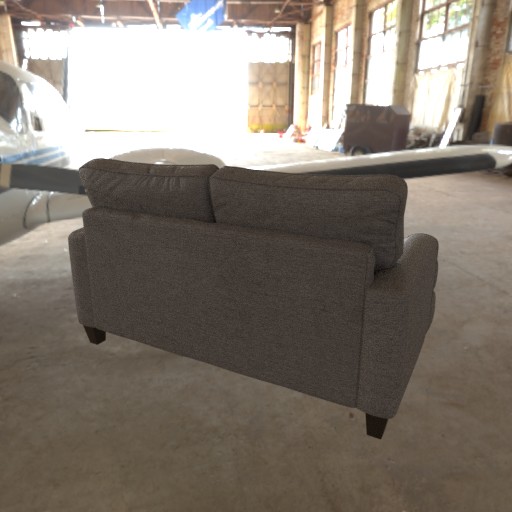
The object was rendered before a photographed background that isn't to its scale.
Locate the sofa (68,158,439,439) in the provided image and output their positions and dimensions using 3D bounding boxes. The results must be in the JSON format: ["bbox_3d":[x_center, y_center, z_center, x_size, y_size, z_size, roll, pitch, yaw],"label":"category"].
[{"bbox_3d":[0.000,0.000,2.226,1.651,0.965,0.965,9,20,27],"label":"sofa"}]
